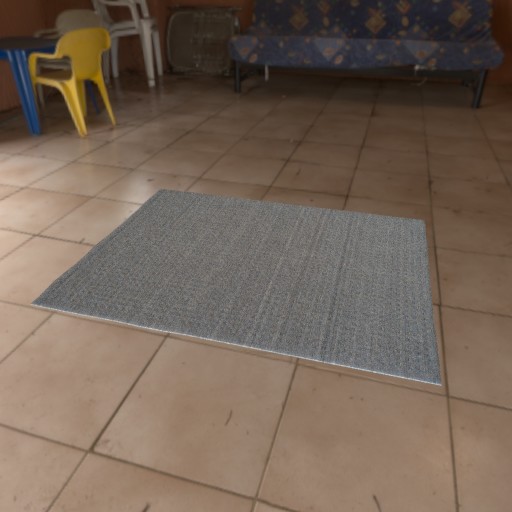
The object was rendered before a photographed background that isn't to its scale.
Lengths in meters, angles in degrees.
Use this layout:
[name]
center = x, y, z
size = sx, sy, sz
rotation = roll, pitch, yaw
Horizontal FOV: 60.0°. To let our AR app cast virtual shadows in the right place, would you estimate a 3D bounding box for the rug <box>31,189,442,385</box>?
[rug]
center = 0.000, 0.000, 4.261
size = 3.200, 0.007, 2.443
rotation = 8, 33, 13
